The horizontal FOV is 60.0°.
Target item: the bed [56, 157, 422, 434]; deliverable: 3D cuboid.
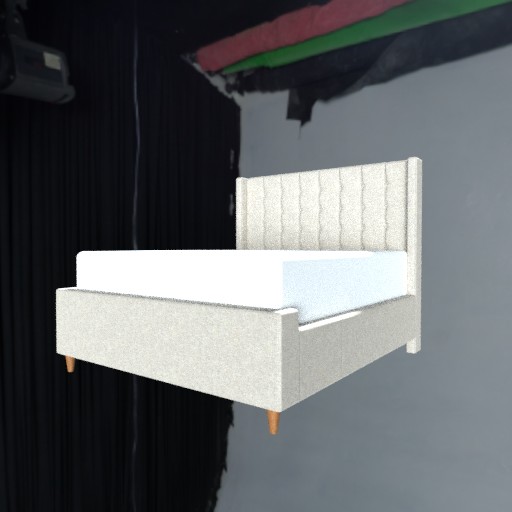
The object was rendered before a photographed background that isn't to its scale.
[{"bbox_3d":[0.000,0.000,3.705,2.045,1.743,2.370,1,2,36],"label":"bed"}]
